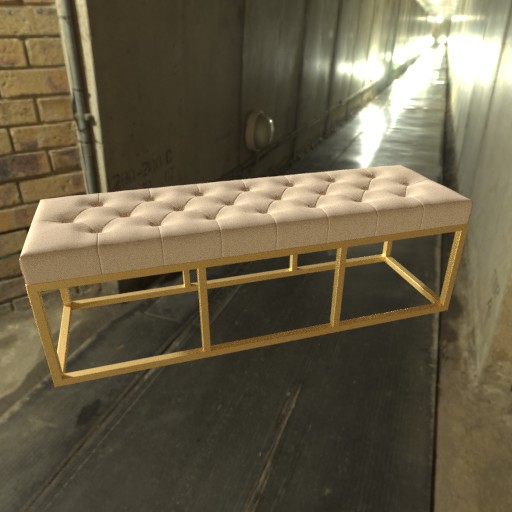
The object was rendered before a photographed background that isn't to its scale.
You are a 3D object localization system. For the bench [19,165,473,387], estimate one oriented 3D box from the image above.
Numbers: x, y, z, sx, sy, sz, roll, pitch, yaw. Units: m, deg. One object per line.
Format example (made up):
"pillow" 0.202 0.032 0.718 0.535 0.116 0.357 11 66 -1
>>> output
"bench" 0.000 0.000 1.669 1.473 0.484 0.457 -8 29 -15
